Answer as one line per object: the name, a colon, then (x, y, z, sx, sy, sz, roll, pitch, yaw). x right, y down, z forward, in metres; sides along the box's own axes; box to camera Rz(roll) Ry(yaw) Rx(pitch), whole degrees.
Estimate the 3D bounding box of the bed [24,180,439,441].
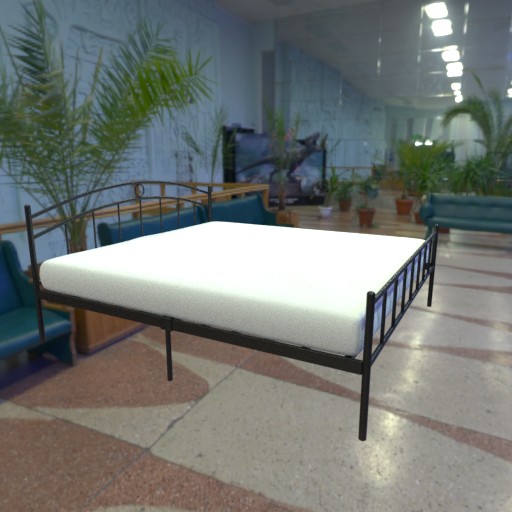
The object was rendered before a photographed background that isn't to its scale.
bed: (0.000, 0.000, 2.968, 2.040, 0.940, 1.880, 7, 15, 28)
